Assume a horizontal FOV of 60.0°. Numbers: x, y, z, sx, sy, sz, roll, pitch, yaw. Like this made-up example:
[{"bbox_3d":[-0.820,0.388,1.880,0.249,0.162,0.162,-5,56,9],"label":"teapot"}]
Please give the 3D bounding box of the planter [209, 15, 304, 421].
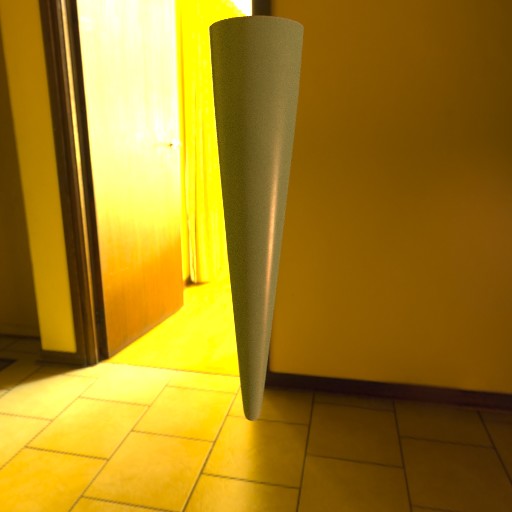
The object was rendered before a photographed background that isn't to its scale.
[{"bbox_3d":[0.000,0.000,0.286,0.054,0.268,0.055,-2,14,-8],"label":"planter"}]
